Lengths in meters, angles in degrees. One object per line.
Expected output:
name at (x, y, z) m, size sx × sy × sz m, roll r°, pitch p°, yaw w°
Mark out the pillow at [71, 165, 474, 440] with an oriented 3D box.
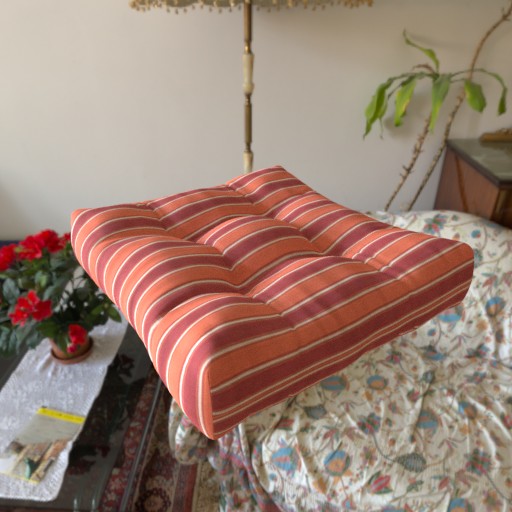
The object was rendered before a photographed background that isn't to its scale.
pillow at (0.000, 0.000, 0.711) m, size 0.468 × 0.133 × 0.490 m, roll -19°, pitch 34°, yaw -30°
